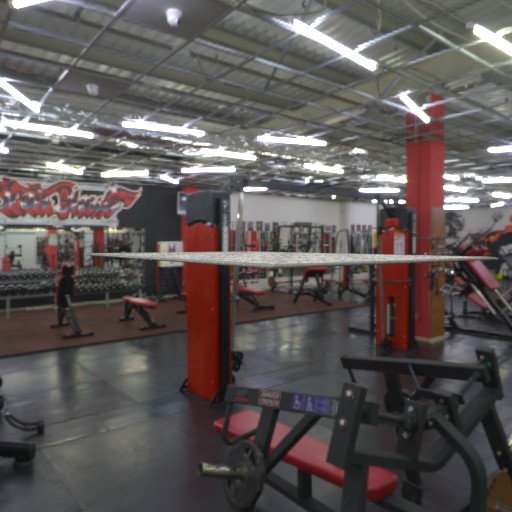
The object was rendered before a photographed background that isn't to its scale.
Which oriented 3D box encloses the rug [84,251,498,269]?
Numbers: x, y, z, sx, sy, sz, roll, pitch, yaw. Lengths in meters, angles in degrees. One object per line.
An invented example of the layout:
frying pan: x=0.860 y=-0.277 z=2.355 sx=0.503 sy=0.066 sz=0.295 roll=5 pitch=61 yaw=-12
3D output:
rug: x=0.000 y=0.000 z=2.280 sx=1.224 sy=0.012 sz=1.847 roll=-1 pitch=2 yaw=-36
